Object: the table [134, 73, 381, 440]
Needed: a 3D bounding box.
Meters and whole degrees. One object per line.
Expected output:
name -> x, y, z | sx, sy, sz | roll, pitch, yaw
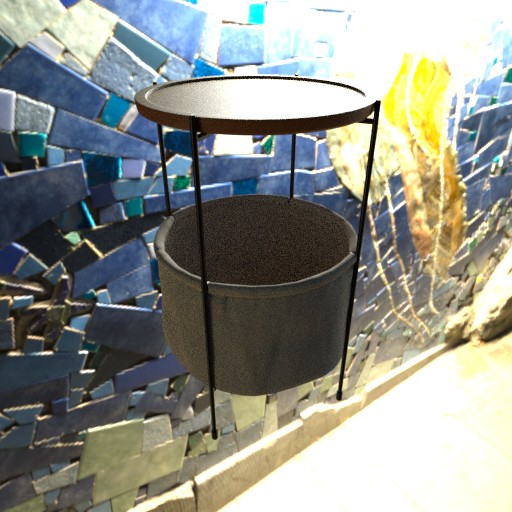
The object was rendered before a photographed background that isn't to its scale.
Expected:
table -> 0.000, 0.000, 0.876 | 0.393, 0.623, 0.393 | -11, 32, -18
